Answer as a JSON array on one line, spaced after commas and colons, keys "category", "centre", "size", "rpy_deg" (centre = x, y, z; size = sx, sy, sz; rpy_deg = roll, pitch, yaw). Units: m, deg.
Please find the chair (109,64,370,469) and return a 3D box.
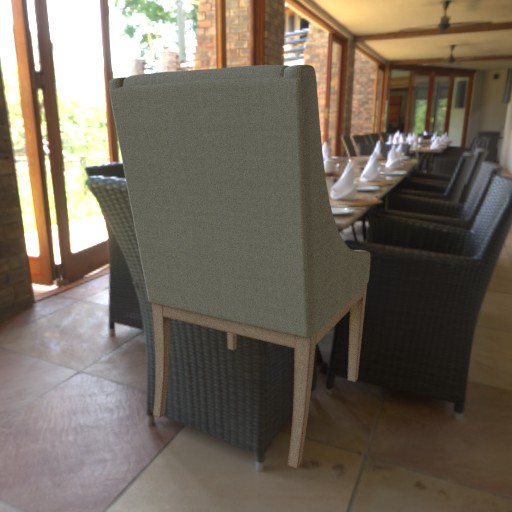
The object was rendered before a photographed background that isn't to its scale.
[{"category": "chair", "centre": [0.000, 0.000, 1.381], "size": [0.575, 1.021, 0.611], "rpy_deg": [8, 18, 27]}]
